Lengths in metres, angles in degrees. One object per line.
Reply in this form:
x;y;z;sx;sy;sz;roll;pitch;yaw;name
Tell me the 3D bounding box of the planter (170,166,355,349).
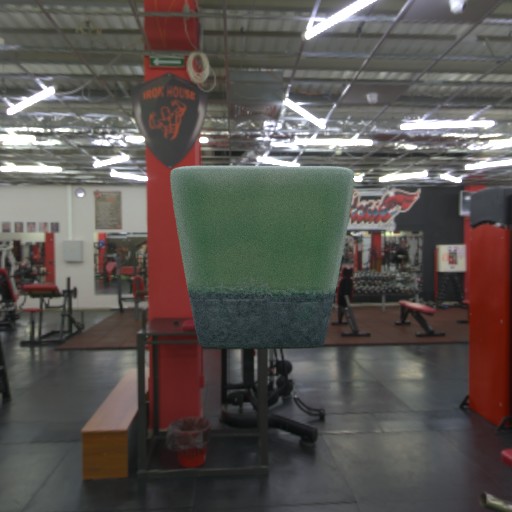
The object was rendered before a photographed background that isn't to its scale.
0.000;0.000;0.299;0.072;0.072;0.275;0;1;-1;planter
